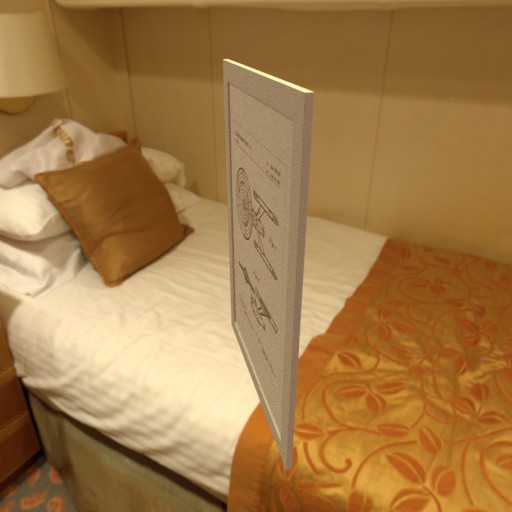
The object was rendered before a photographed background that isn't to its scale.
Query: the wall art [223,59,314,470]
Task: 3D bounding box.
[{"bbox_3d":[0.000,0.000,0.852,0.011,0.659,0.454,-8,29,-14],"label":"wall art"}]
